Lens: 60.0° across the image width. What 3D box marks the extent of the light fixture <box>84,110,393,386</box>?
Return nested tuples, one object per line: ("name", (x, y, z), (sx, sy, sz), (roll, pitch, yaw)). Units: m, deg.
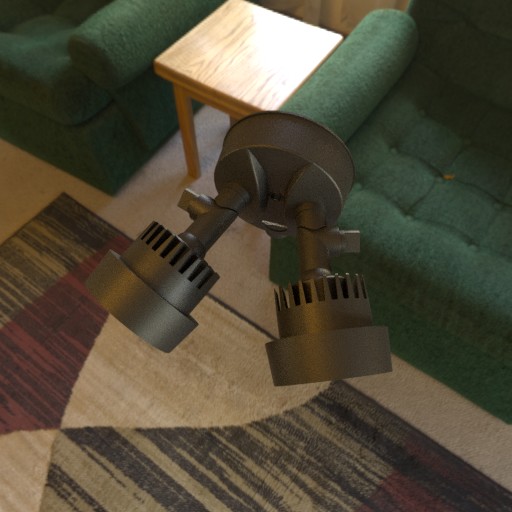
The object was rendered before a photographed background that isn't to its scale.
("light fixture", (0.000, 0.000, 0.317), (0.213, 0.120, 0.168), (15, 60, 9))
